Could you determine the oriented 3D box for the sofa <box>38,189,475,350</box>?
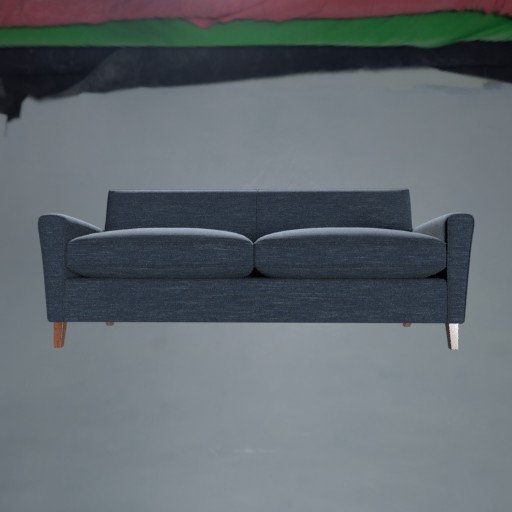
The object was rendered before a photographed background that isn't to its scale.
[{"bbox_3d":[0.000,0.000,2.417,1.976,0.846,0.875,0,0,1],"label":"sofa"}]
